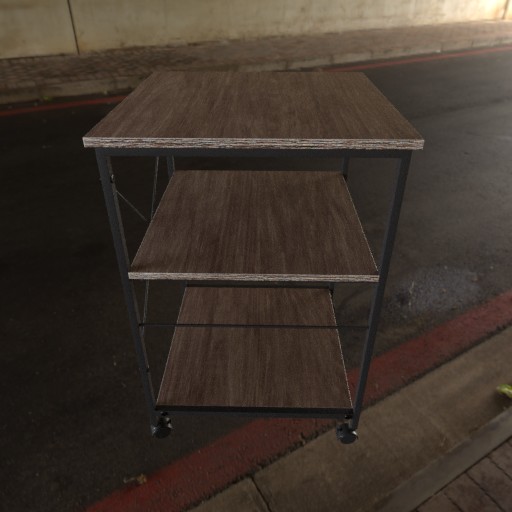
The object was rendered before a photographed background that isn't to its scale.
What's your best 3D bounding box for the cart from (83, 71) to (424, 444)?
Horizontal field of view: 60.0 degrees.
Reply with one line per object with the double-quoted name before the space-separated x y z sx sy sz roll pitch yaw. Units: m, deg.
"cart" 0.000 0.000 1.098 0.520 0.762 0.521 1 33 1
